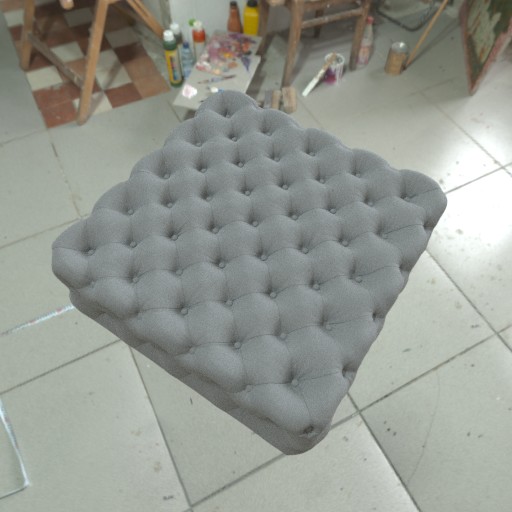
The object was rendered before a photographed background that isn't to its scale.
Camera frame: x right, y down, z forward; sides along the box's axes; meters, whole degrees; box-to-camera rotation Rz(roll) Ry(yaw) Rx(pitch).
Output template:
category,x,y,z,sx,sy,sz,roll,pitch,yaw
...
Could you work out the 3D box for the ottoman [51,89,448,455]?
category,x,y,z,sx,sy,sz,roll,pitch,yaw
ottoman,0.000,0.000,1.450,0.917,0.439,0.911,29,63,17
